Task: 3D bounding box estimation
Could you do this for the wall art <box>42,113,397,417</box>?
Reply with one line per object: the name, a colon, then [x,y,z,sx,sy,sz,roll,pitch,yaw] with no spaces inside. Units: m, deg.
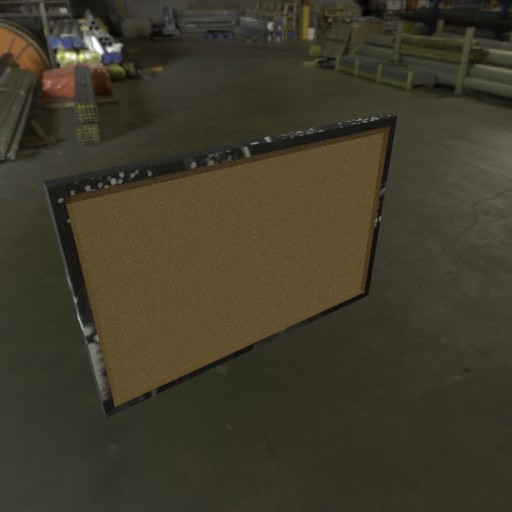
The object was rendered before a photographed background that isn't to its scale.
wall art: [0.000,0.000,1.168,0.914,0.609,0.038,-19,36,-29]
